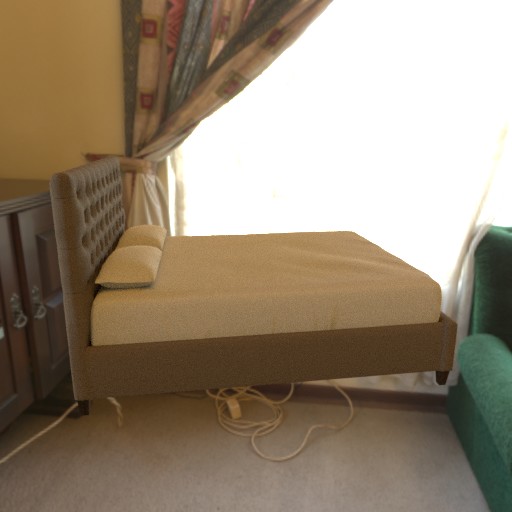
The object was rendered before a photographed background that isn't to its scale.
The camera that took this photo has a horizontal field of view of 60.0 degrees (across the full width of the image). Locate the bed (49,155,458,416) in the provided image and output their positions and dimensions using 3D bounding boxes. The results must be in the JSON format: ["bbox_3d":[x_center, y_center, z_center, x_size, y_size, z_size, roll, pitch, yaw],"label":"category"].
[{"bbox_3d":[0.000,0.000,3.379,2.387,1.427,1.698,-2,16,-8],"label":"bed"}]
